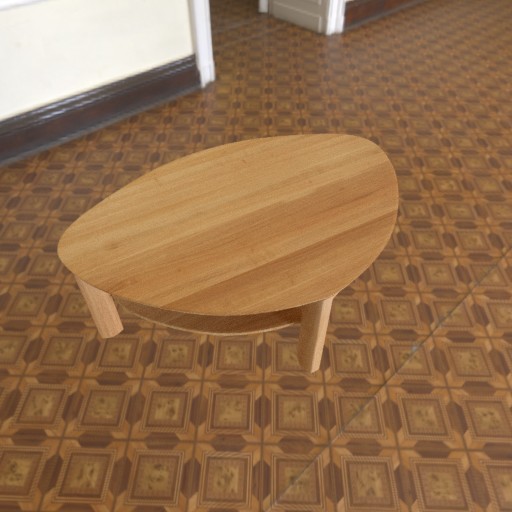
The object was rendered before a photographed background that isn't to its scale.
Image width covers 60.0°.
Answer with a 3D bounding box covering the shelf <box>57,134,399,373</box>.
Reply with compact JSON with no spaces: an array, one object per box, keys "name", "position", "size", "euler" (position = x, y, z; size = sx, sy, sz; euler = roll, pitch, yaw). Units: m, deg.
[{"name":"shelf","position":[0.000,0.000,1.645],"size":[1.246,0.440,0.845],"euler":[-23,50,-21]}]
